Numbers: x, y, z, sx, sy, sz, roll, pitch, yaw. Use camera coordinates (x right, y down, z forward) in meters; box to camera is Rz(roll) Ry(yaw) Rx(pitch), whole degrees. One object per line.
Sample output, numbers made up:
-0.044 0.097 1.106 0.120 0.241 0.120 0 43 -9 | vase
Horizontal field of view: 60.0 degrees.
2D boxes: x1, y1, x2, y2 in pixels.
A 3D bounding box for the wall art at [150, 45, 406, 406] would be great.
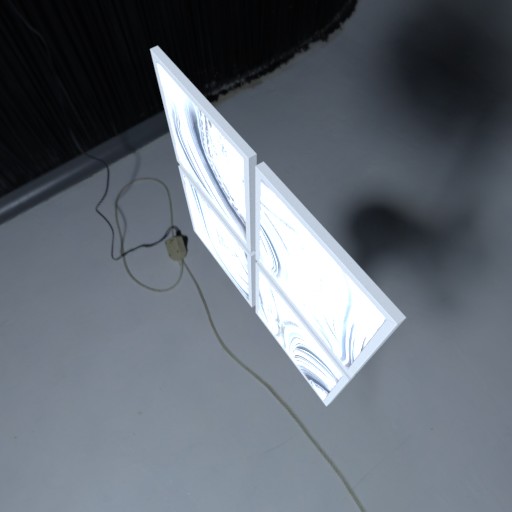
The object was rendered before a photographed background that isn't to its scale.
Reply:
0.000 0.000 1.692 0.029 1.118 1.118 -32 67 -16 | wall art
